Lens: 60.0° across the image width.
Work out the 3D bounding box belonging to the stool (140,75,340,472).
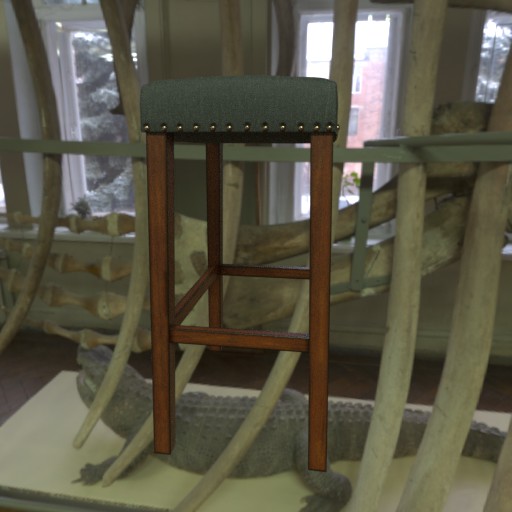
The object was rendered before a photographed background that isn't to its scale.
[{"bbox_3d":[0.000,0.000,1.062,0.366,0.760,0.502,2,16,8],"label":"stool"}]
